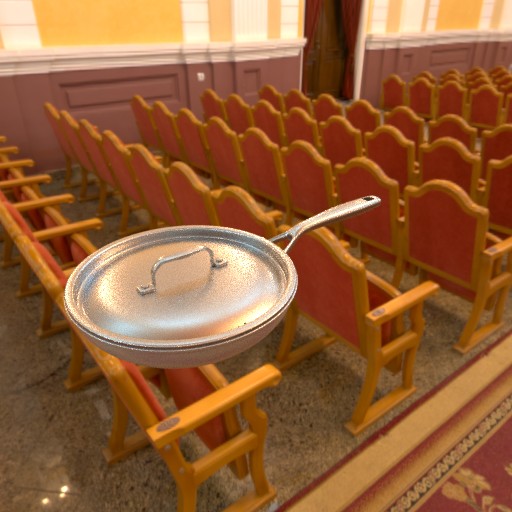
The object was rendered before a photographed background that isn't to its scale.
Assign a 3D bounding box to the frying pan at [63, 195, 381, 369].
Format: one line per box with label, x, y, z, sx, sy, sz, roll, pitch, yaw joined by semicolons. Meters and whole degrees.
frying pan;0.000;0.000;0.596;0.490;0.086;0.272;-20;35;-32
